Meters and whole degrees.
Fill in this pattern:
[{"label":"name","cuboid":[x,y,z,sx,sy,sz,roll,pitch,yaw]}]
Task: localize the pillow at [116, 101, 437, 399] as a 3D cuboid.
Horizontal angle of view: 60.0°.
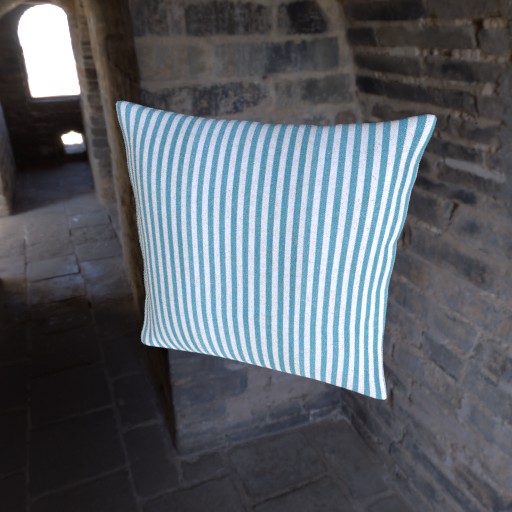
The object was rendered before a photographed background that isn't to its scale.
[{"label":"pillow","cuboid":[0.000,0.000,0.794,0.523,0.510,0.166,8,27,17]}]
